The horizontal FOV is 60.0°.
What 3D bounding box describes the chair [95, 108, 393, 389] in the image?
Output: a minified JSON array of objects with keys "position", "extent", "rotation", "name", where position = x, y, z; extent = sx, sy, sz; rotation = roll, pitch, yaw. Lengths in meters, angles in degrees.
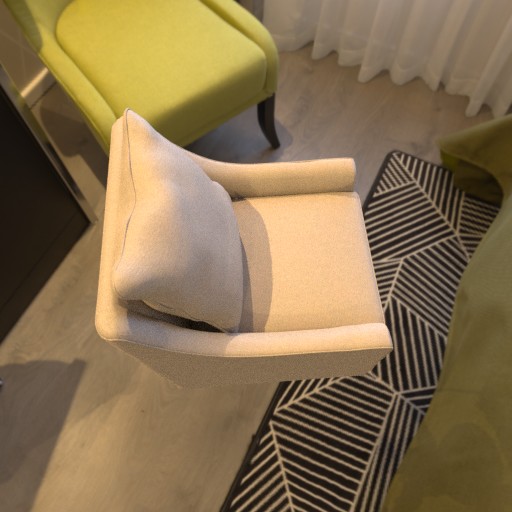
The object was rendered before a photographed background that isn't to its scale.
[{"position":[0.000,0.000,1.603],"extent":[0.876,0.942,0.760],"rotation":[-4,64,-2],"name":"chair"}]
